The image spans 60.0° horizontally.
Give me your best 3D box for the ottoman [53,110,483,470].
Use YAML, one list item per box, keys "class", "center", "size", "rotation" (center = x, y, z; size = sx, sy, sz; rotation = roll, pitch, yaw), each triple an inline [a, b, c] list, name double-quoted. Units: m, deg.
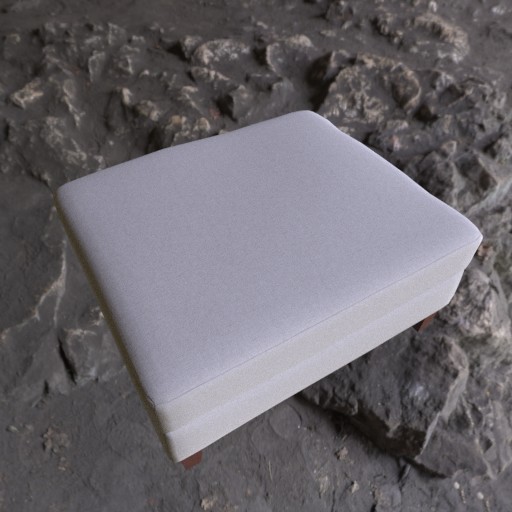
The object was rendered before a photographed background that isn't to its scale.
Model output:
- class: "ottoman"
  center: [0.000, 0.000, 1.396]
  size: [0.976, 0.492, 0.836]
  rotation: [-23, 50, -21]
